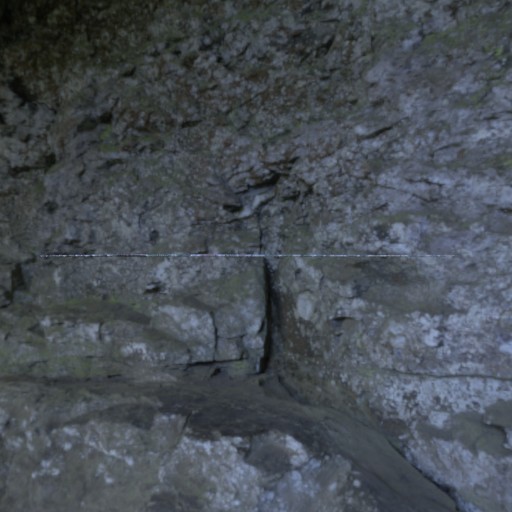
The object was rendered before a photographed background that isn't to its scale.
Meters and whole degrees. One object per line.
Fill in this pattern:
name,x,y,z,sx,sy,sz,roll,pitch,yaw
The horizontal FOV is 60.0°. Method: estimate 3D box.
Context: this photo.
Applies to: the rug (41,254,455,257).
rug,0.000,0.000,3.020,2.438,0.011,1.524,0,0,-36
